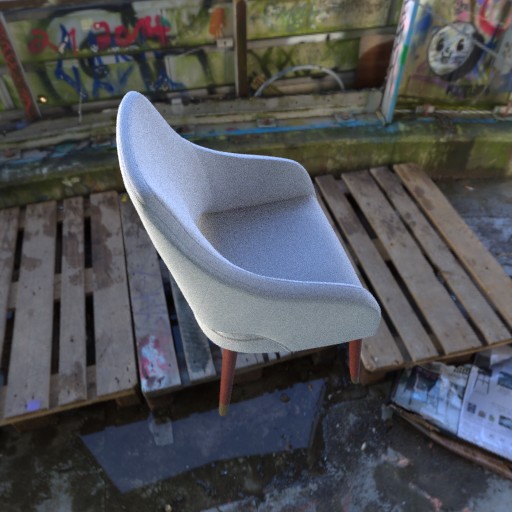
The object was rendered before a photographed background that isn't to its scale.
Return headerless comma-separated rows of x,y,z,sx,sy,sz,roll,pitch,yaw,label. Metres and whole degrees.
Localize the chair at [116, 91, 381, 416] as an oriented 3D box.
0.000,0.000,1.288,0.600,0.889,0.609,-10,48,-9,chair
